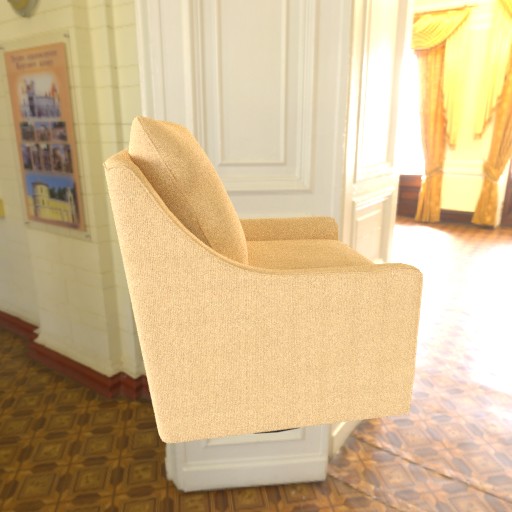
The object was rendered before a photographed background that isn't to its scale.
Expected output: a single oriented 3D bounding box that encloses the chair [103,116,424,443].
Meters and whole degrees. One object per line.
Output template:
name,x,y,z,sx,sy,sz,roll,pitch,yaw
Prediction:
chair,0.000,0.000,1.557,0.876,0.927,0.760,-3,17,-10
